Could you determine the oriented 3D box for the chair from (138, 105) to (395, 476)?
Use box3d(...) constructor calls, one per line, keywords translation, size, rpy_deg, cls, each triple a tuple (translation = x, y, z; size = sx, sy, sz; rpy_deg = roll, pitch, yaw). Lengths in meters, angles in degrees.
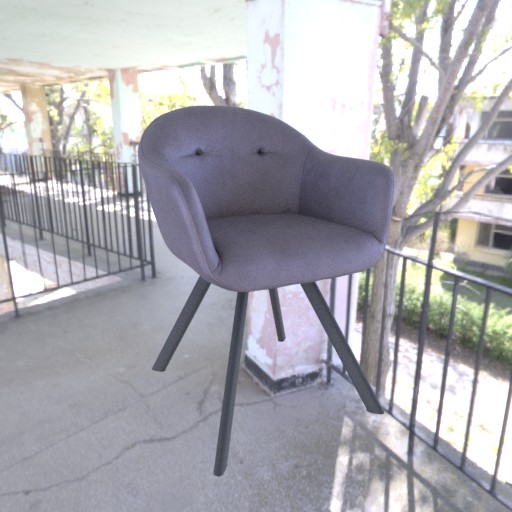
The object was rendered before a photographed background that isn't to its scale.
box3d(translation=(0.000, 0.000, 1.175), size=(0.567, 0.781, 0.544), rpy_deg=(-8, 18, -27), cls="chair")
